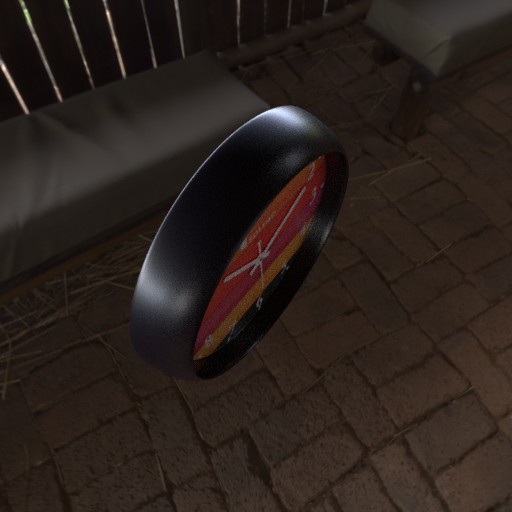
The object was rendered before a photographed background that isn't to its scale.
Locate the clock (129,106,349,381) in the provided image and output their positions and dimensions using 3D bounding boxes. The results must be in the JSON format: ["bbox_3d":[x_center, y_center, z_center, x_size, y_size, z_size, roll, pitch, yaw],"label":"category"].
[{"bbox_3d":[0.000,0.000,0.461,0.060,0.300,0.300,32,63,19],"label":"clock"}]
